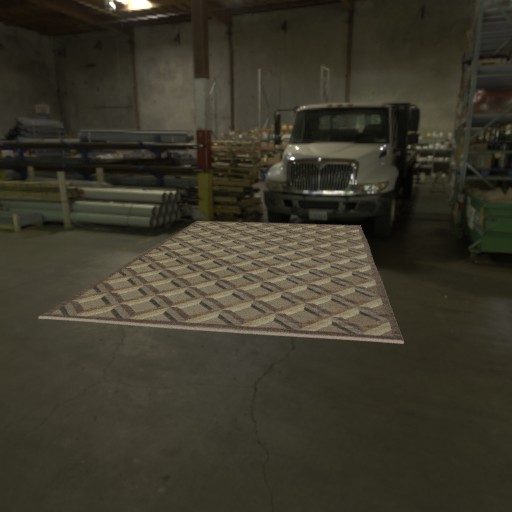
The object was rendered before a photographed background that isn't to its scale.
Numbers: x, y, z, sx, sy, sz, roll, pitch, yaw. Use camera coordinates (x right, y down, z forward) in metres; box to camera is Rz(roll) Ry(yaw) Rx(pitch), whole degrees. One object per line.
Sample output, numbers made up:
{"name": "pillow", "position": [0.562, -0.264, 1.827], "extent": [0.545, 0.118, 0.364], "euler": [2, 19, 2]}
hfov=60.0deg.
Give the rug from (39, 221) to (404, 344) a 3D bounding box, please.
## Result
{"name": "rug", "position": [0.000, 0.000, 2.052], "extent": [1.066, 0.011, 1.677], "euler": [2, 15, 9]}
